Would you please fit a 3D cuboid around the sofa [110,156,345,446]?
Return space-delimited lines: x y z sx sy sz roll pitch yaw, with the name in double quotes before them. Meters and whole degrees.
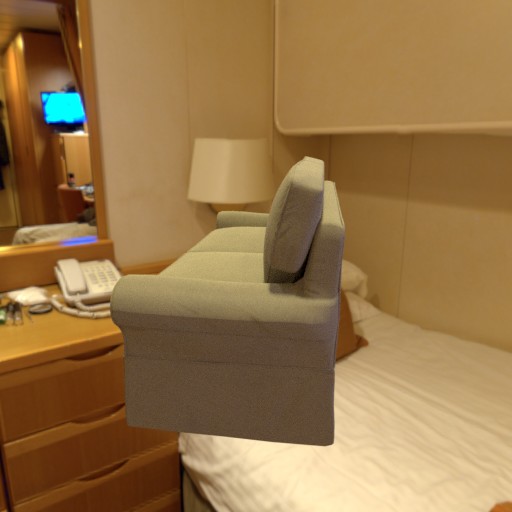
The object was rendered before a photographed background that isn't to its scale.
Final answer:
"sofa" 0.000 0.000 2.381 0.841 1.024 1.823 2 15 8
